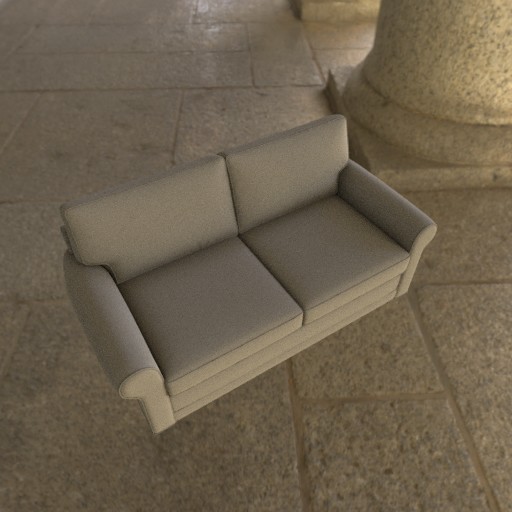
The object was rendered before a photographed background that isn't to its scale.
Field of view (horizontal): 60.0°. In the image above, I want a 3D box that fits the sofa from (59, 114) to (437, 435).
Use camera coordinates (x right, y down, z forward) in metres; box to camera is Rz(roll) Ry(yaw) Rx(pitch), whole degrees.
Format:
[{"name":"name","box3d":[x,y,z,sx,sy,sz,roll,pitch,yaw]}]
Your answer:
[{"name":"sofa","box3d":[0.000,0.000,2.469,1.930,0.952,0.940,-24,50,-22]}]
